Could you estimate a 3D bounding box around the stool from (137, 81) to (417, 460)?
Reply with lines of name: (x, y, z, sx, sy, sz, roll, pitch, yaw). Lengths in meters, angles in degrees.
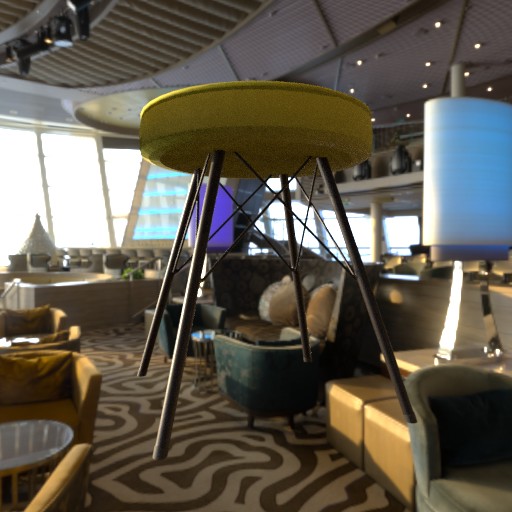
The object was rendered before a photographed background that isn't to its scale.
stool: (0.000, 0.000, 0.806, 0.409, 0.508, 0.409, 0, 1, -18)
